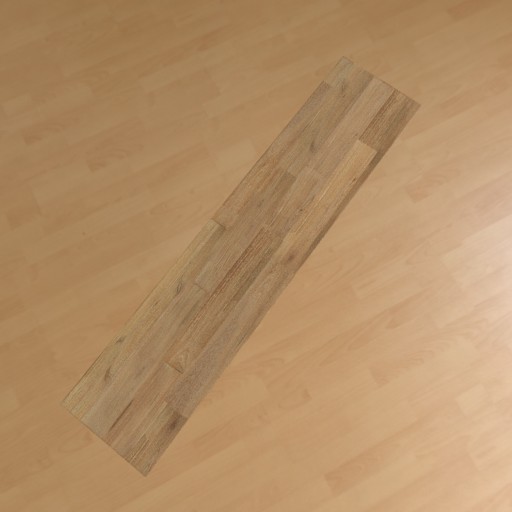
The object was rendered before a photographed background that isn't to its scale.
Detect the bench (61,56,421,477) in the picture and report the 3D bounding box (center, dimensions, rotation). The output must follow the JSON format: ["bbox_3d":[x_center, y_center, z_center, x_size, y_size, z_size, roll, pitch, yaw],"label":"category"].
[{"bbox_3d":[0.000,0.000,1.837,0.378,0.431,1.698,36,79,8],"label":"bench"}]
